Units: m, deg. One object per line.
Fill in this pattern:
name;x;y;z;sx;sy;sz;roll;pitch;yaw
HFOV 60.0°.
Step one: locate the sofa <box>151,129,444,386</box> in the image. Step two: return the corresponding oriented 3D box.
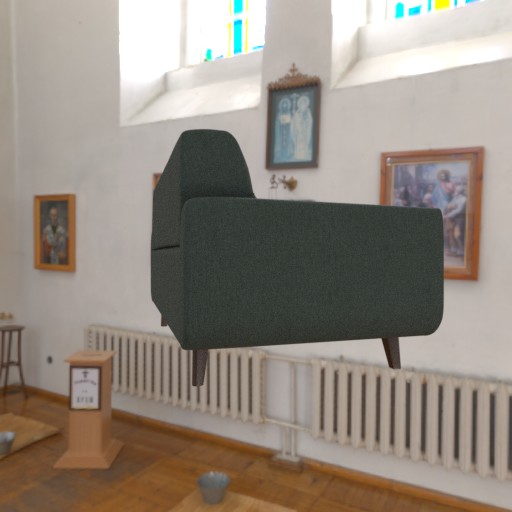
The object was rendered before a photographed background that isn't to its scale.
sofa;0.000;0.000;2.160;0.909;0.841;1.631;0;0;-17
